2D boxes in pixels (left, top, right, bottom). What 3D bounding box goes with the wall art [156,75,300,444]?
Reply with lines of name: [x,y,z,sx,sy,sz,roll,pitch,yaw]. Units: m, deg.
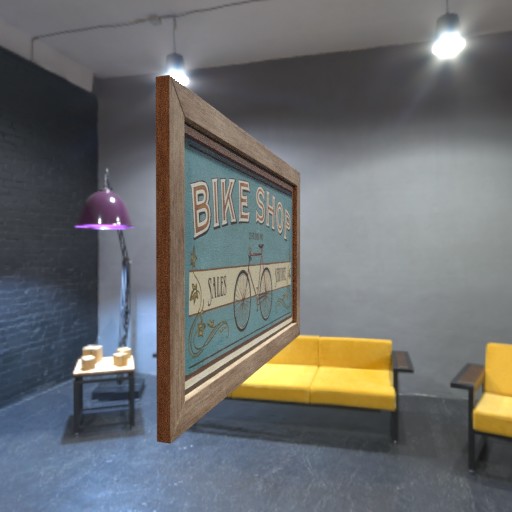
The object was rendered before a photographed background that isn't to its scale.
wall art: [0.000,0.000,0.948,0.021,0.480,0.780,0,1,18]
